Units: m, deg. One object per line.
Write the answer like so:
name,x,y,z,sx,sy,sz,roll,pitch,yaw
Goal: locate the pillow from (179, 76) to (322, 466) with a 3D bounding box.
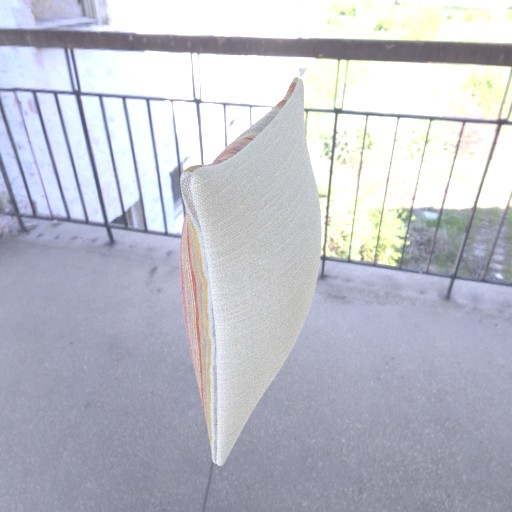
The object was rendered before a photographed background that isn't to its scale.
pillow,0.000,0.000,0.683,0.191,0.449,0.451,9,33,14
